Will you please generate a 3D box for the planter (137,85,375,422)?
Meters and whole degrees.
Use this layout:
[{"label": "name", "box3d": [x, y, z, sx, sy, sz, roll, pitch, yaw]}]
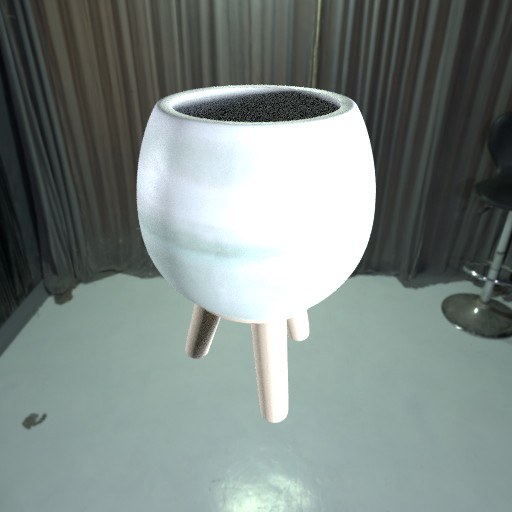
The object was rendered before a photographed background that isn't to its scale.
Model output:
[{"label": "planter", "box3d": [0.000, 0.000, 0.333, 0.161, 0.224, 0.161, 0, 30, 0]}]
